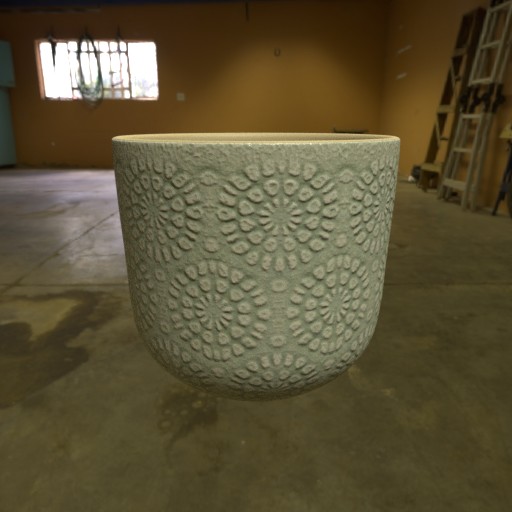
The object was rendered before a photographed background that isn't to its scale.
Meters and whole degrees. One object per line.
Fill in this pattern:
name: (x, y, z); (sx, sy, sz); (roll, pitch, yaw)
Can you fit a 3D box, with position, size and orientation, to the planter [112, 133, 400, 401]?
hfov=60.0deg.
planter: (0.000, 0.000, 0.293); (0.169, 0.153, 0.169); (0, 17, 0)
